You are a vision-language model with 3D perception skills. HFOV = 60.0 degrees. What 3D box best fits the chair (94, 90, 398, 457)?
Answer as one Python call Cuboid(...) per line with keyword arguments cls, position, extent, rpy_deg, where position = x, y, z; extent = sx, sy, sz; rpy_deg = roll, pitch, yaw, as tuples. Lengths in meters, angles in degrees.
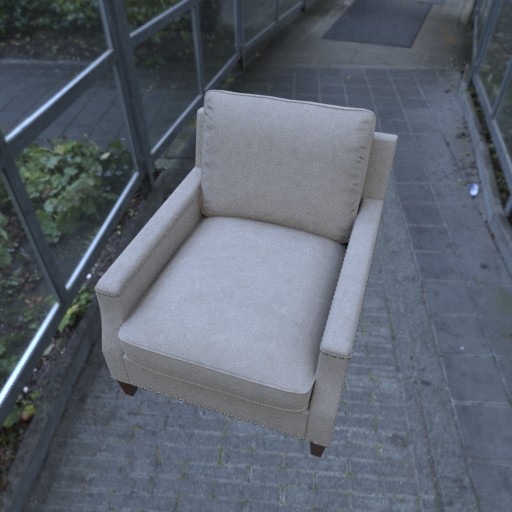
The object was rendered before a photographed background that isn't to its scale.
Cuboid(cls="chair", position=(0.000, 0.000, 1.699), extent=(0.853, 0.943, 1.014), rpy_deg=(13, 43, 14))
